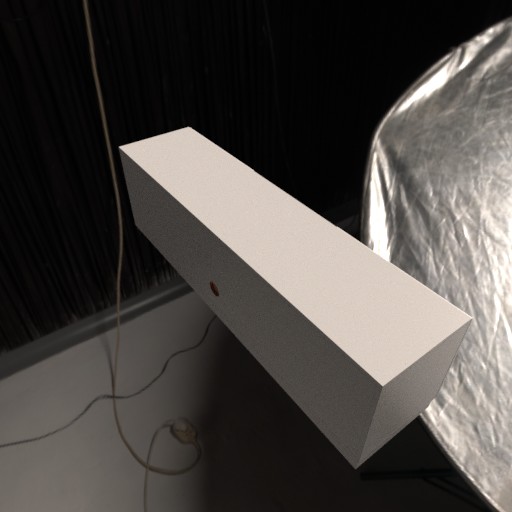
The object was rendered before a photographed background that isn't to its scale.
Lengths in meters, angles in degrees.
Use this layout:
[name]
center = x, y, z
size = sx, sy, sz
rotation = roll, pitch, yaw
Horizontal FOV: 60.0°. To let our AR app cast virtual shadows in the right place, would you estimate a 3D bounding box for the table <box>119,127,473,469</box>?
[table]
center = 0.000, 0.000, 1.759
size = 0.400, 0.440, 1.550
rotation = -25, 46, -27
